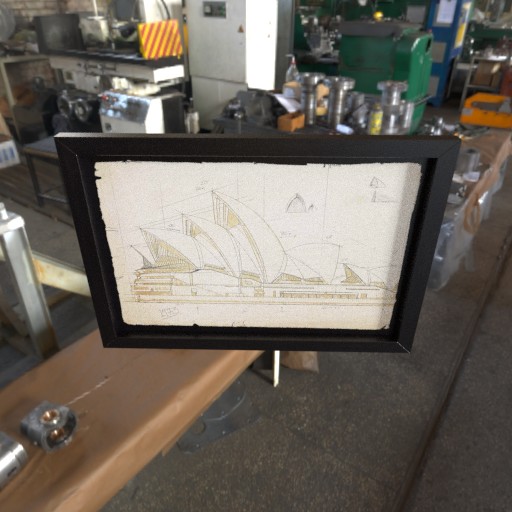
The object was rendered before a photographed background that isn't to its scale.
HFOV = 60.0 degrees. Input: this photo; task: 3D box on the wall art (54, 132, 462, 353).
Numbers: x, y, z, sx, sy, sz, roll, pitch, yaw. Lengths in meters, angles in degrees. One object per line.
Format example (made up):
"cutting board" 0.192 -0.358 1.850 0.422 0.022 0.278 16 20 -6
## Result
"wall art" 0.000 0.000 0.841 0.657 0.458 0.027 1 31 1
